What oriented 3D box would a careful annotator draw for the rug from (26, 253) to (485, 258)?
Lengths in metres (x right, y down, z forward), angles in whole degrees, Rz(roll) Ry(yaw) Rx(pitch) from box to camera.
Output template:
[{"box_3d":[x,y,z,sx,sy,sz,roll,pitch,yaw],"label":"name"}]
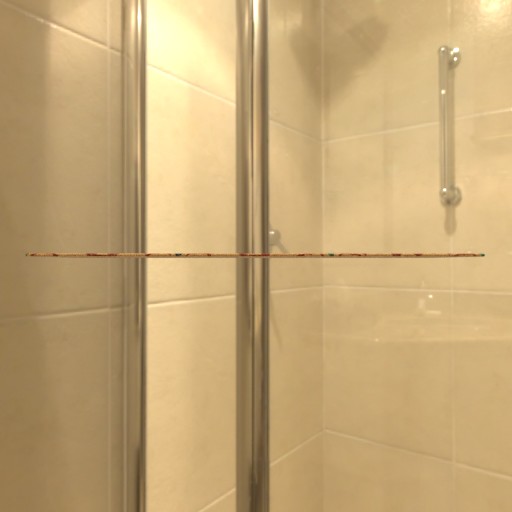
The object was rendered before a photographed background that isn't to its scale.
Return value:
[{"box_3d":[0.000,0.000,2.510,2.273,0.016,0.693,0,-1,-1],"label":"rug"}]
